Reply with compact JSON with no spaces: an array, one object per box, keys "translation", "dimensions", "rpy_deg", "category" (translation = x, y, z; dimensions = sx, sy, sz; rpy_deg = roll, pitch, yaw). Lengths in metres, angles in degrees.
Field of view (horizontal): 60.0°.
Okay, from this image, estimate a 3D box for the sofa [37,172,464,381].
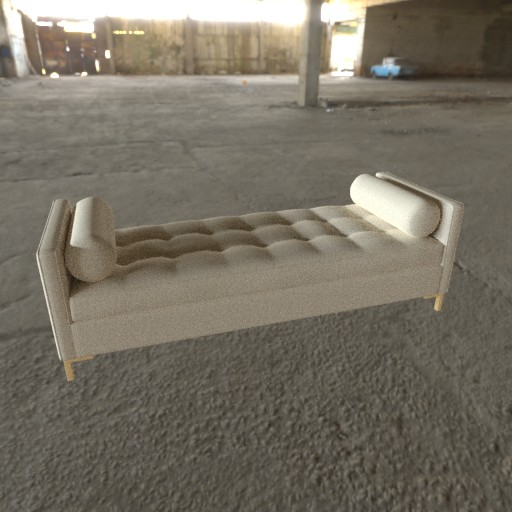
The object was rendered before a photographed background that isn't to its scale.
[{"translation":[0.000,0.000,2.377],"dimensions":[1.985,0.641,0.746],"rpy_deg":[-7,26,-16],"category":"sofa"}]
